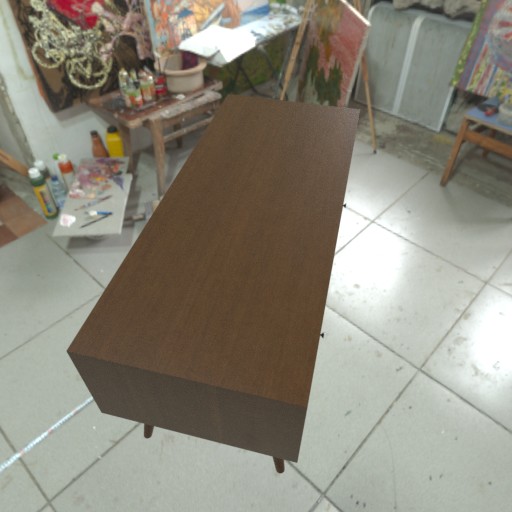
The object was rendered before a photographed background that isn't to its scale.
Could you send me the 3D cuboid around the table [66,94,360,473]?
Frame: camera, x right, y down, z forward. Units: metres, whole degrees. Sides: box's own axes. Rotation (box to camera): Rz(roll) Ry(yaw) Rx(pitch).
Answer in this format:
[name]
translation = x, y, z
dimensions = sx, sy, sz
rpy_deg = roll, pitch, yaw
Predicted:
[table]
translation = 0.000, 0.000, 1.375
dimensions = 0.490, 0.464, 1.119
rpy_deg = 10, 47, 10
